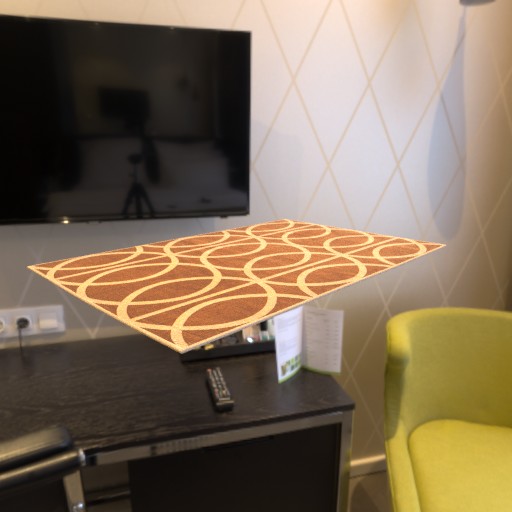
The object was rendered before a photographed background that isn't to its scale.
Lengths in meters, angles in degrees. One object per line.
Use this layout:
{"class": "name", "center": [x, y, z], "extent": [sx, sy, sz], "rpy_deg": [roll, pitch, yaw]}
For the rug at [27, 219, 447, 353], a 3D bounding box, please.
{"class": "rug", "center": [0.000, 0.000, 2.841], "extent": [1.526, 0.014, 2.290], "rpy_deg": [14, 20, 43]}
